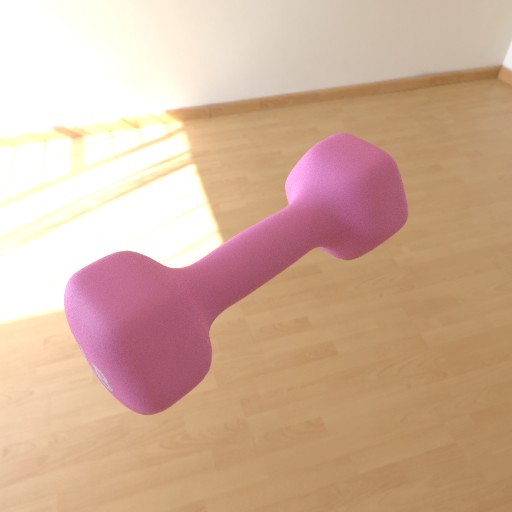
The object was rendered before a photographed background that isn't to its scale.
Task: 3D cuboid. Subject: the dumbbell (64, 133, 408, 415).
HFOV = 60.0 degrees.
[{"bbox_3d":[0.000,0.000,0.194,0.159,0.058,0.064,-32,53,-28],"label":"dumbbell"}]
